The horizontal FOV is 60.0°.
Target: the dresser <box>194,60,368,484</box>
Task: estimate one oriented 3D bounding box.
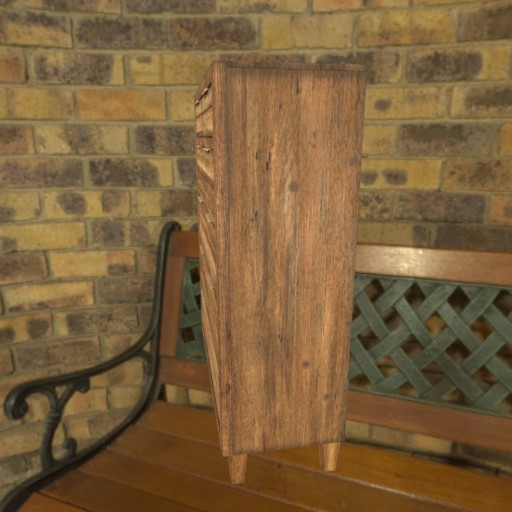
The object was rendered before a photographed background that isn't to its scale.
[{"bbox_3d":[0.000,0.000,1.875,0.438,1.359,1.067,-3,15,-10],"label":"dresser"}]
